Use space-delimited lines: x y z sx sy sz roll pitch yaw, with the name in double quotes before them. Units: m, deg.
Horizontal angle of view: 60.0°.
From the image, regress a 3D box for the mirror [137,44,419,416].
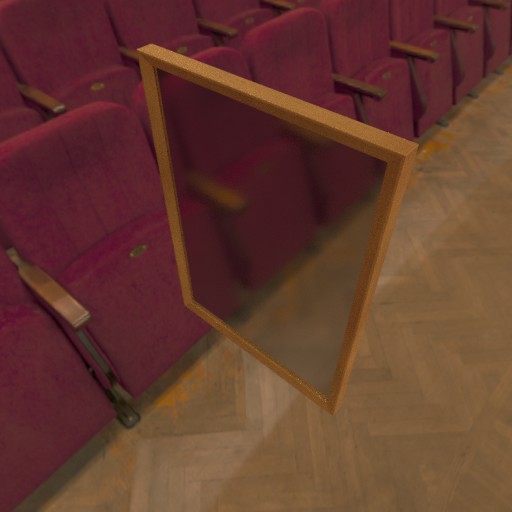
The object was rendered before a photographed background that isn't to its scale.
"mirror" 0.000 0.000 0.911 0.507 0.710 0.039 31 53 27
